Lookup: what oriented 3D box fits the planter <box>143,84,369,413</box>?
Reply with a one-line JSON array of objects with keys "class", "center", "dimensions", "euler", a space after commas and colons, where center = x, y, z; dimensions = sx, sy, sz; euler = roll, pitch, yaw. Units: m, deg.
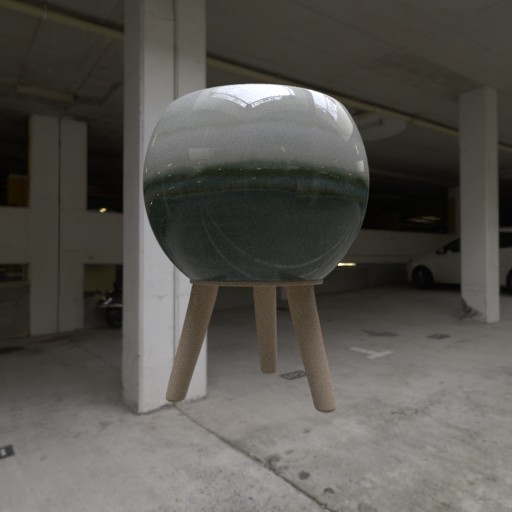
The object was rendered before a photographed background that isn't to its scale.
[{"class": "planter", "center": [0.000, 0.000, 0.447], "dimensions": [0.222, 0.278, 0.222], "euler": [0, -1, 0]}]
